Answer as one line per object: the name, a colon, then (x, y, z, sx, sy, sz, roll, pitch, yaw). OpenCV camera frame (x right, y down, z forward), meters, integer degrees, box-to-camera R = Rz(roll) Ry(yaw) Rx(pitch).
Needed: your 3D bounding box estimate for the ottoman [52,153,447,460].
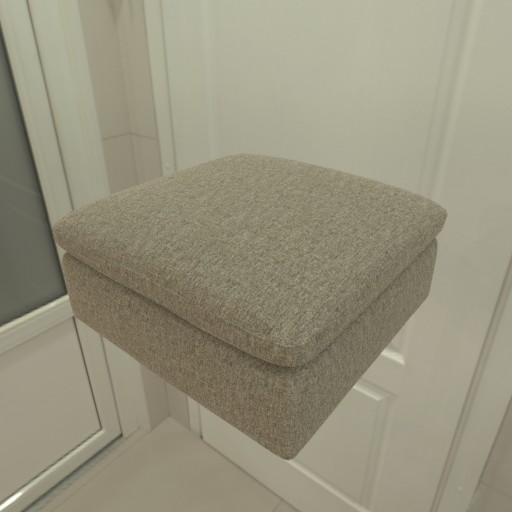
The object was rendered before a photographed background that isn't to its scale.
ottoman: (0.000, 0.000, 1.627, 1.039, 0.526, 1.035, 22, 36, 33)
